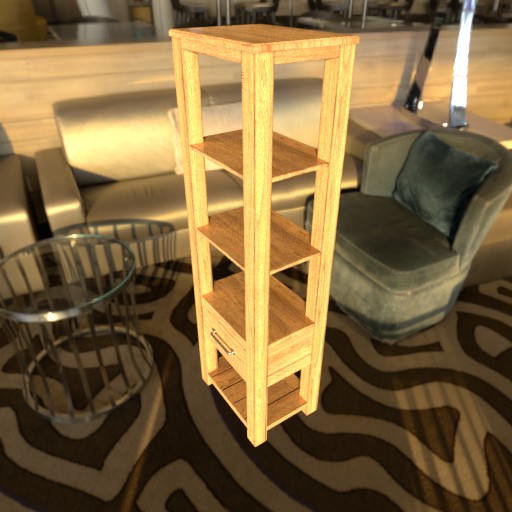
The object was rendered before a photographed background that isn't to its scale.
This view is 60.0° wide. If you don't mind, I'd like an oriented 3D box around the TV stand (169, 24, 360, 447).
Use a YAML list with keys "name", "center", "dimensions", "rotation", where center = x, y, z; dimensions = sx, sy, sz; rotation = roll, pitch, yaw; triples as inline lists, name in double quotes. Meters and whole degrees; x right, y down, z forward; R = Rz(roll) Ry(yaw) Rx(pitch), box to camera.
- name: "TV stand"
  center: [0.000, 0.000, 2.020]
  dimensions: [0.435, 1.828, 0.565]
  rotation: [-20, 37, -29]
